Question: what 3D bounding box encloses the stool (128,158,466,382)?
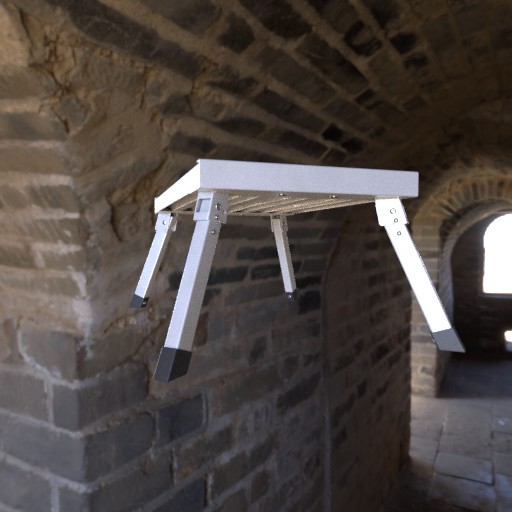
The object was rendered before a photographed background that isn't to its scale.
[{"bbox_3d":[0.000,0.000,0.735,0.385,0.225,0.535,-1,2,-19],"label":"stool"}]
